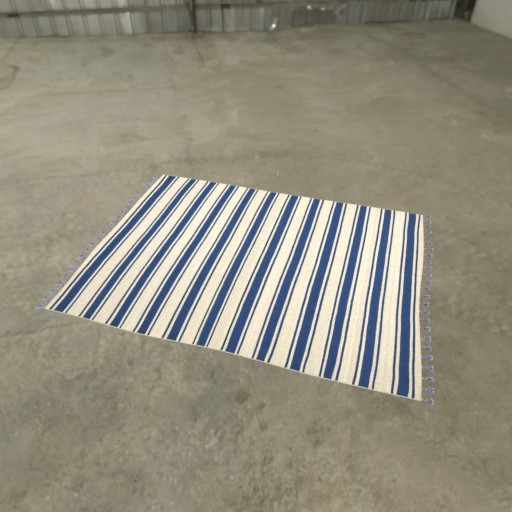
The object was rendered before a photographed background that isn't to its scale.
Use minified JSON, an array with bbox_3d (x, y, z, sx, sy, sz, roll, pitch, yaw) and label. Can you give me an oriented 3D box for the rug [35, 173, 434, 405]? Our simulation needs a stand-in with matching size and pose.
[{"bbox_3d":[0.000,0.000,4.452,3.416,0.016,2.471,11,41,12],"label":"rug"}]
